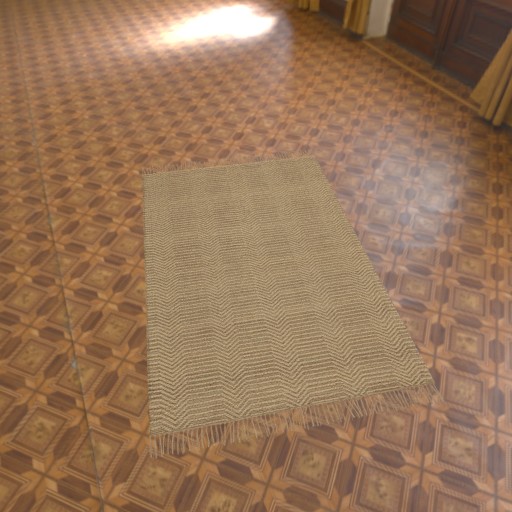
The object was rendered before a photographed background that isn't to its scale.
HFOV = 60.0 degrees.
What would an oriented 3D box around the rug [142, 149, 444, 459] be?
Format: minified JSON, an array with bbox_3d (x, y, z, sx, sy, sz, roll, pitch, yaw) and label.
[{"bbox_3d":[0.000,0.000,3.084,1.528,0.034,2.523,-8,46,-8],"label":"rug"}]
